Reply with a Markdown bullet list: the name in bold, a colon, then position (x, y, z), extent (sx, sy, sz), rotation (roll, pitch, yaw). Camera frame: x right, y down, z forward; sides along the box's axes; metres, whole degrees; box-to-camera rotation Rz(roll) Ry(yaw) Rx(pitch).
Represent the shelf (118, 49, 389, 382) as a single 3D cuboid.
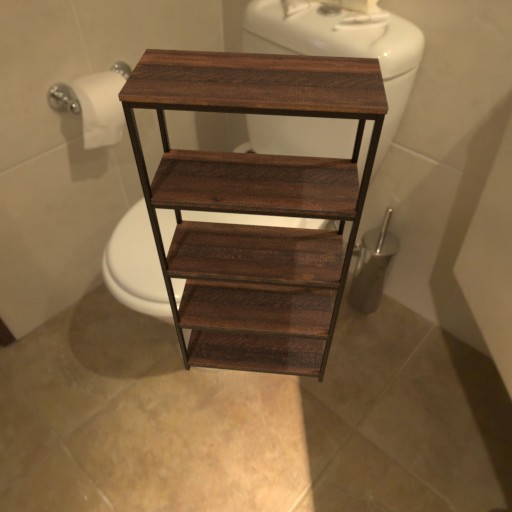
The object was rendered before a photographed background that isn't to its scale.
- **shelf**: position (0.000, 0.000, 2.230), extent (0.874, 1.860, 0.359), rotation (4, 48, 4)
